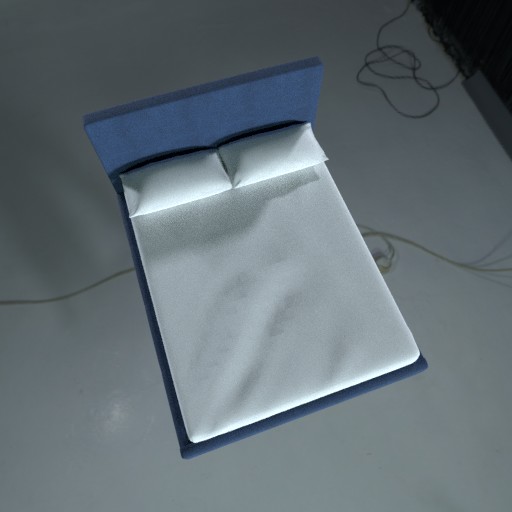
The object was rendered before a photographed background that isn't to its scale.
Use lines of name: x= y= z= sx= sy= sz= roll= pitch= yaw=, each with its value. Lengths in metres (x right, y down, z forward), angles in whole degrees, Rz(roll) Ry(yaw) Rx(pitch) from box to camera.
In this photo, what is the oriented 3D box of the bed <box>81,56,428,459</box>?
bed: x=0.000 y=0.000 z=3.131 sx=1.723 sy=1.231 sz=2.172 roll=-17 pitch=66 yaw=-8
